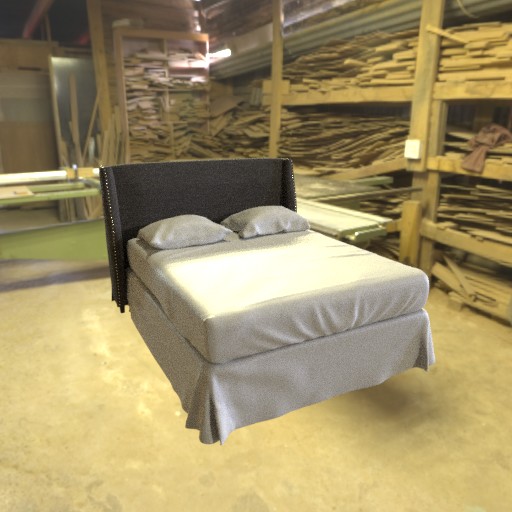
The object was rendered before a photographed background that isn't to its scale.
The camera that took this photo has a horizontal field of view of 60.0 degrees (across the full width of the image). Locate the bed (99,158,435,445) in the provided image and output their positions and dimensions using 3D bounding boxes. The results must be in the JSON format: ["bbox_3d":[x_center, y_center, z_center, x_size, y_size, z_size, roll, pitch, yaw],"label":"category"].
[{"bbox_3d":[0.000,0.000,3.499,1.925,1.332,2.276,-9,19,-26],"label":"bed"}]
